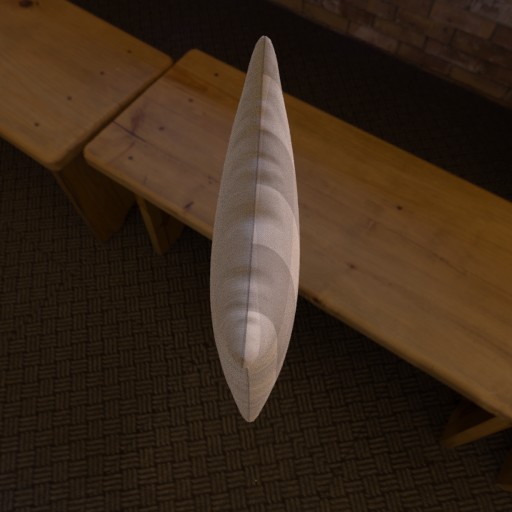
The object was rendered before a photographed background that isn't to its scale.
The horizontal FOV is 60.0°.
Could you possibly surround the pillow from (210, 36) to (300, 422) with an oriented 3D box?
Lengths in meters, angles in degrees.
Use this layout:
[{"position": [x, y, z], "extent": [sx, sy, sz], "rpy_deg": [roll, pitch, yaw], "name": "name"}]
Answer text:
[{"position": [0.000, 0.000, 0.795], "extent": [0.161, 0.509, 0.511], "rpy_deg": [3, 63, 1], "name": "pillow"}]
